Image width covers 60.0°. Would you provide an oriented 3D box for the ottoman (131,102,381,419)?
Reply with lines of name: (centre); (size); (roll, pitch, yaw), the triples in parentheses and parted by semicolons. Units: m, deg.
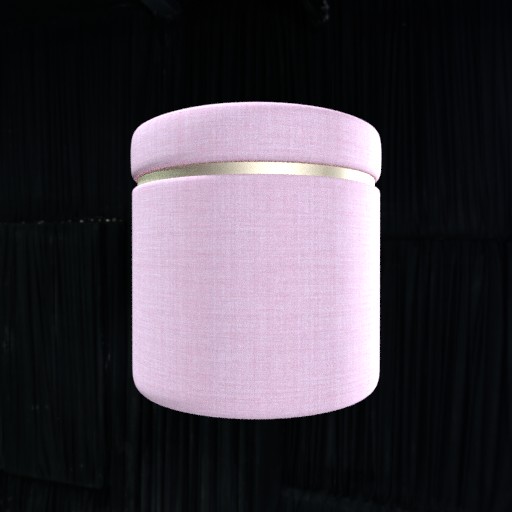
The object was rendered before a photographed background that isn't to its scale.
ottoman: (0.000, 0.000, 0.737); (0.400, 0.406, 0.400); (0, 0, 0)
